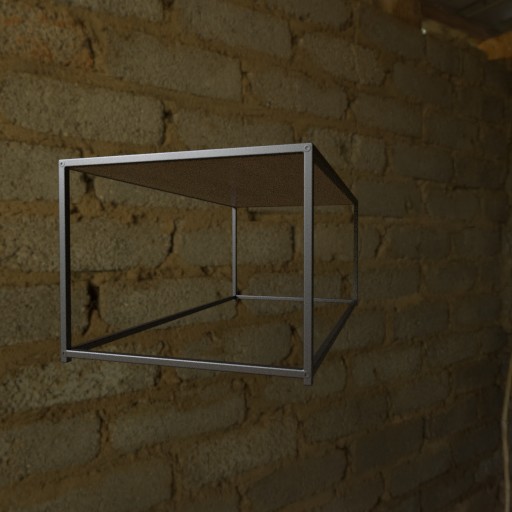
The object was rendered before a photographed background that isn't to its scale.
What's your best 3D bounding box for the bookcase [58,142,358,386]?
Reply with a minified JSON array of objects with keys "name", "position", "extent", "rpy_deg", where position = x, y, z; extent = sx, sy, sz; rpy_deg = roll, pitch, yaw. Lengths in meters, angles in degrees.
[{"name":"bookcase","position":[0.000,0.000,1.274],"extent":[0.500,0.400,1.000],"rpy_deg":[0,2,17]}]
